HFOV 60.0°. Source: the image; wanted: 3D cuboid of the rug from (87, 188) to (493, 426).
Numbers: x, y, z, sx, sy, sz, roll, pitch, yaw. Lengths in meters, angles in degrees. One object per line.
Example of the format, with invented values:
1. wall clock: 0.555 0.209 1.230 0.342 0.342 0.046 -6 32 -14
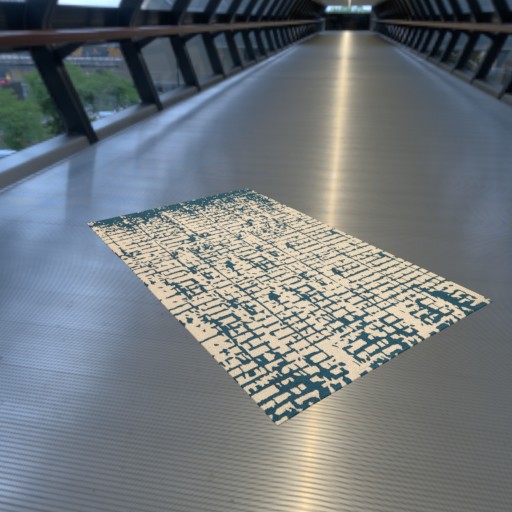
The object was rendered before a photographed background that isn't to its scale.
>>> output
1. rug: 0.000 0.000 2.966 1.517 0.011 2.435 -18 32 -31
